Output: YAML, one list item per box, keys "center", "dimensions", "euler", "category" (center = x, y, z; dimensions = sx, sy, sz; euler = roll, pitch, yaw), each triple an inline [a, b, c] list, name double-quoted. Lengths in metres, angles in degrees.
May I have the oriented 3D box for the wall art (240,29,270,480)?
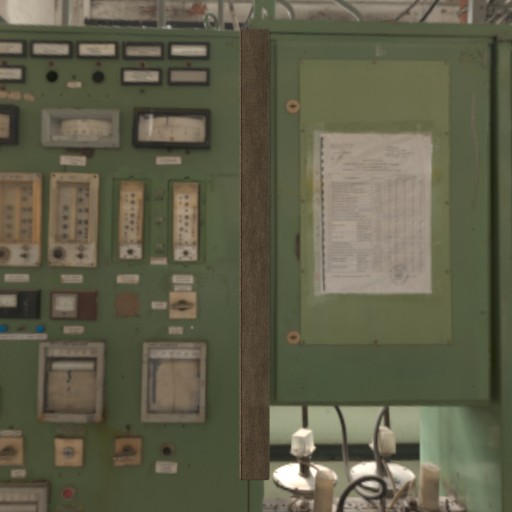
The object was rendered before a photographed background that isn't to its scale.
- center: [0.000, 0.000, 1.110]
  dimensions: [0.050, 0.751, 0.749]
  euler: [0, -1, 0]
  category: "wall art"
